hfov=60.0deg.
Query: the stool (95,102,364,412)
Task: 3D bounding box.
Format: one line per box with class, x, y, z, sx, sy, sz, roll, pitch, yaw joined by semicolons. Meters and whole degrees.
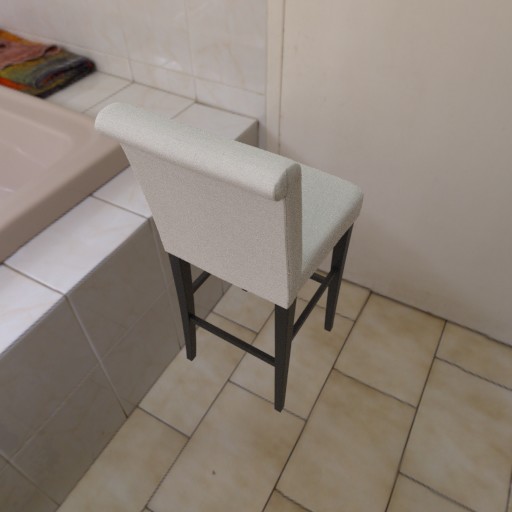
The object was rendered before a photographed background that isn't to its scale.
stool;0.000;0.000;1.414;0.452;1.124;0.597;24;51;21
